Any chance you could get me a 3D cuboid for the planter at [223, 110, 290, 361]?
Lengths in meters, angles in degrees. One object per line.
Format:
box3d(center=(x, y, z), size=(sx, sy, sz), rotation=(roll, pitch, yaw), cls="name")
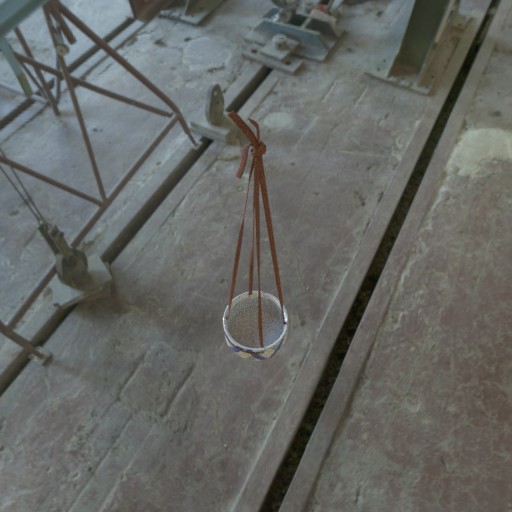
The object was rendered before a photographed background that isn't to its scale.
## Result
box3d(center=(0.000, 0.000, 0.850), size=(0.166, 0.751, 0.166), rotation=(-15, 58, -9), cls="planter")
